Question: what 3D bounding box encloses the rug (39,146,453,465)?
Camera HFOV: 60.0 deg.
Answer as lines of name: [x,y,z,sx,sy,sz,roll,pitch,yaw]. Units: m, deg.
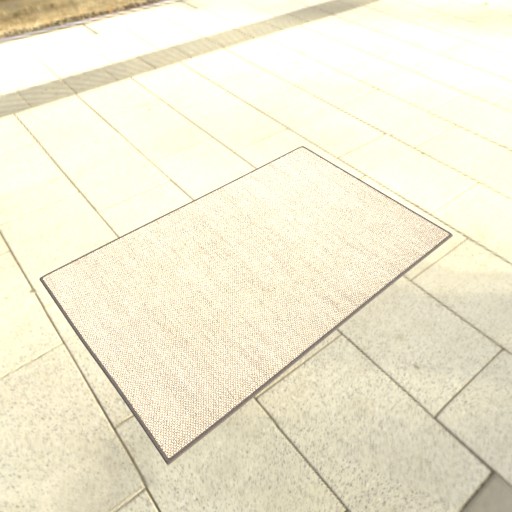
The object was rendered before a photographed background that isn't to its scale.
rug: [0.000,0.000,2.099,1.676,0.013,1.067,-32,54,-27]
